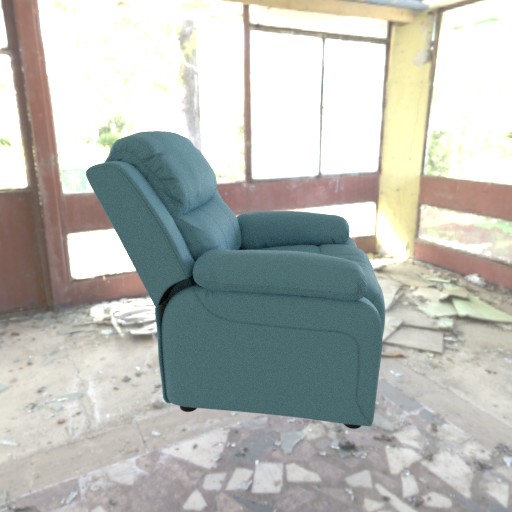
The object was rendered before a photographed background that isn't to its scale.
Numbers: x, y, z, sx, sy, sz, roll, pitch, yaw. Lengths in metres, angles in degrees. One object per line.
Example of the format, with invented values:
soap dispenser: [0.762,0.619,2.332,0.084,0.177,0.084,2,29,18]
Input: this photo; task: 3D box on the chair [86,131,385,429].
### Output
chair: [0.000,0.000,1.293,0.709,0.702,0.680,2,16,7]
